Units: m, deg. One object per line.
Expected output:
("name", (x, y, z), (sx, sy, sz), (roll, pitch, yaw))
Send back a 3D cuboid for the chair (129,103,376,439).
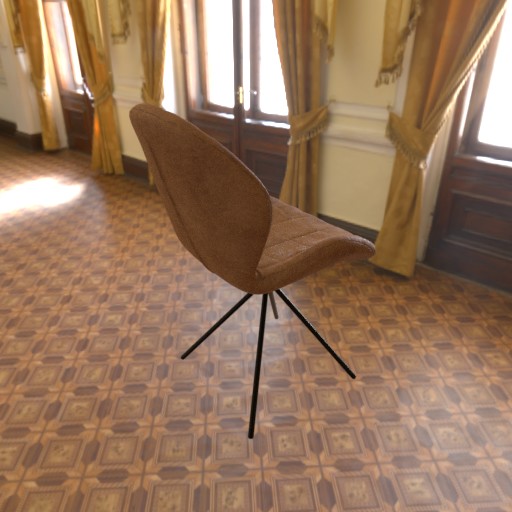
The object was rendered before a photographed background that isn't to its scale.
("chair", (0.000, 0.000, 1.344), (0.640, 0.929, 0.527), (-18, 32, -31))
